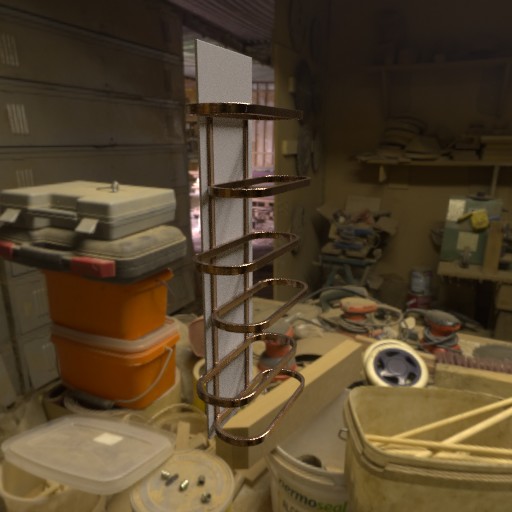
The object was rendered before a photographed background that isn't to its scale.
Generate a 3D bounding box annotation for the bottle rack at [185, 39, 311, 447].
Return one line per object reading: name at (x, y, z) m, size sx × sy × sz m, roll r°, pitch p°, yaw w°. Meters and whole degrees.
bottle rack at (0.000, 0.000, 0.817) m, size 0.118 × 0.709 × 0.332 m, roll 7°, pitch 17°, yaw 26°
